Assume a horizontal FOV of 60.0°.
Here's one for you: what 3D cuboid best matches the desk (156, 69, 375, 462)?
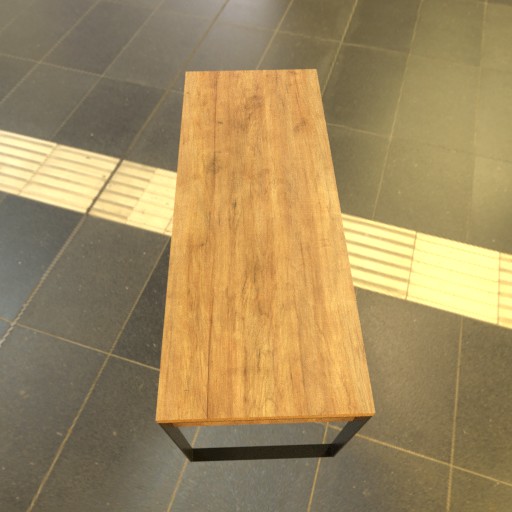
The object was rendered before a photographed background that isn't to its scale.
[{"bbox_3d":[0.000,0.000,1.927,0.600,0.760,1.520,-2,57,-1],"label":"desk"}]
